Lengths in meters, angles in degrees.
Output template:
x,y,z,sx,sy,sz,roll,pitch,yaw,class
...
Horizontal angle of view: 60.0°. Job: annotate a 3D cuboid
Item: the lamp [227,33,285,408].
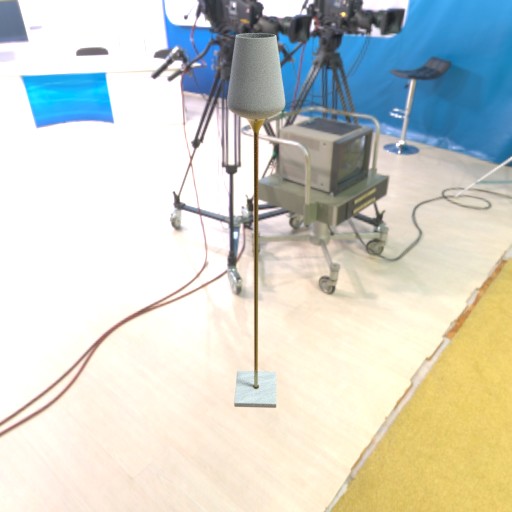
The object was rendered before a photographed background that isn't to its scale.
x,y,z,sx,sy,sz,roll,pitch,yaw,class
0.000,0.000,2.025,0.229,1.813,0.232,1,33,2,lamp
